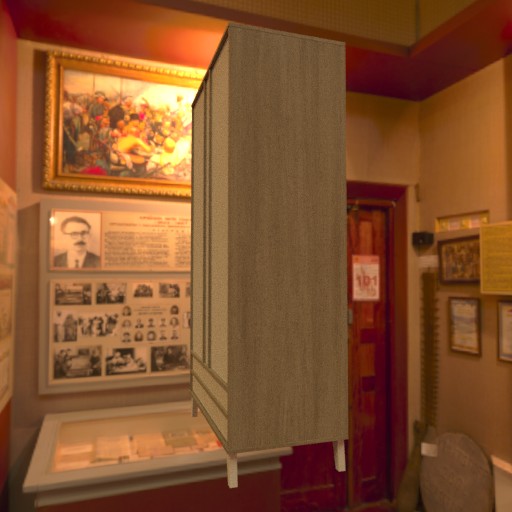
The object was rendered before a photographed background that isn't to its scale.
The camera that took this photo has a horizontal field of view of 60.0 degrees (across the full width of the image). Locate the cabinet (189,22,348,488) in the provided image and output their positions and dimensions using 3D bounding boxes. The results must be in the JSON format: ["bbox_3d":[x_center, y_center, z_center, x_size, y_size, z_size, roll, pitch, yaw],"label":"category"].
[{"bbox_3d":[0.000,0.000,2.459,0.571,1.999,1.006,1,-2,-18],"label":"cabinet"}]
